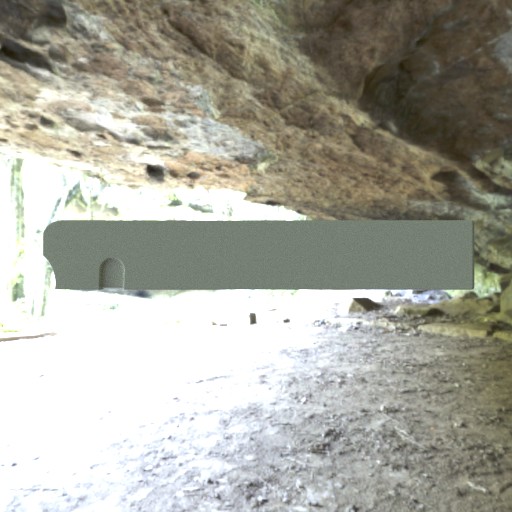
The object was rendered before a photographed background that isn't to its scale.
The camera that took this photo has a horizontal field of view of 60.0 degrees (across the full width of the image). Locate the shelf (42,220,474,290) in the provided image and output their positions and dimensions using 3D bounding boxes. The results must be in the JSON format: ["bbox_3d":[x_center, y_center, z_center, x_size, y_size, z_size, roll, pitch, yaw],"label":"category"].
[{"bbox_3d":[0.000,0.000,0.470,0.310,0.050,0.310,0,0,-1],"label":"shelf"}]
